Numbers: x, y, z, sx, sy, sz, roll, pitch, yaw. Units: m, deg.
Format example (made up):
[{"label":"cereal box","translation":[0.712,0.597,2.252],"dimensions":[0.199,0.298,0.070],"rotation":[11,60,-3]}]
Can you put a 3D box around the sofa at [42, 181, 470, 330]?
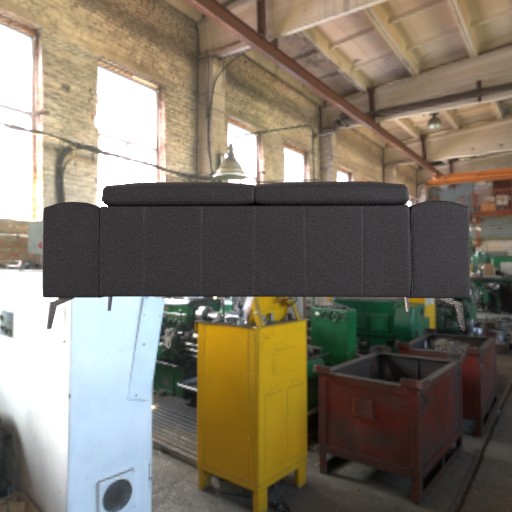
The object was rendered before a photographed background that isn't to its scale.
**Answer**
[{"label":"sofa","translation":[0.000,0.000,2.886],"dimensions":[2.330,0.814,1.048],"rotation":[0,-1,1]}]
